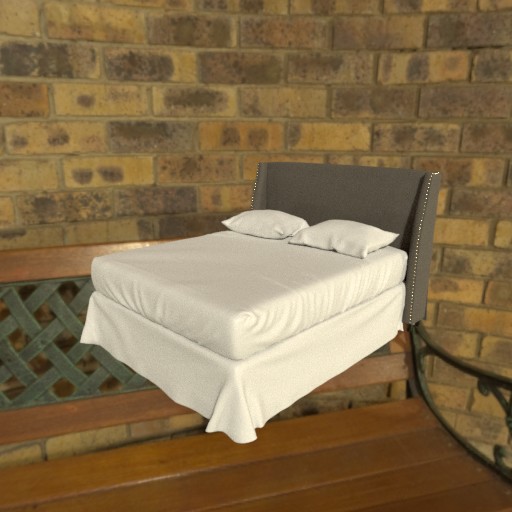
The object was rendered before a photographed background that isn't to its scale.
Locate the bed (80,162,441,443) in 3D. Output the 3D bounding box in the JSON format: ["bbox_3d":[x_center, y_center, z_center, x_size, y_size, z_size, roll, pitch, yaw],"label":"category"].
[{"bbox_3d":[0.000,0.000,3.531,1.925,1.332,2.276,15,21,43],"label":"bed"}]
